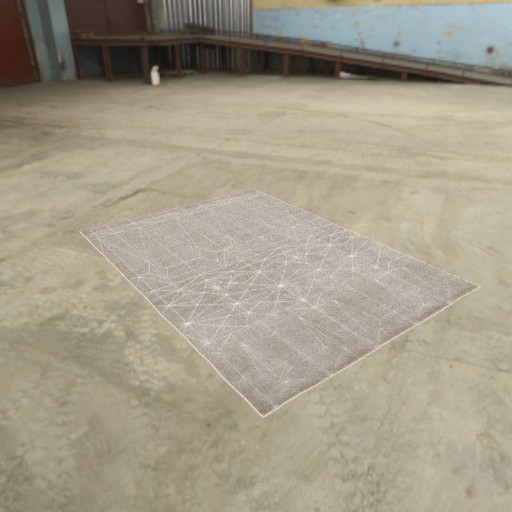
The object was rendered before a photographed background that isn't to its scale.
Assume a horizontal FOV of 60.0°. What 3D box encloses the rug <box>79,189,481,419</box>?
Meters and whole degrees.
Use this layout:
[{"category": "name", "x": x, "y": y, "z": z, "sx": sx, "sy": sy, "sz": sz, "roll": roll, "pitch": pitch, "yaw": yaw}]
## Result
[{"category": "rug", "x": 0.000, "y": 0.000, "z": 4.433, "sx": 2.449, "sy": 0.019, "sz": 3.357, "roll": -19, "pitch": 33, "yaw": -32}]
